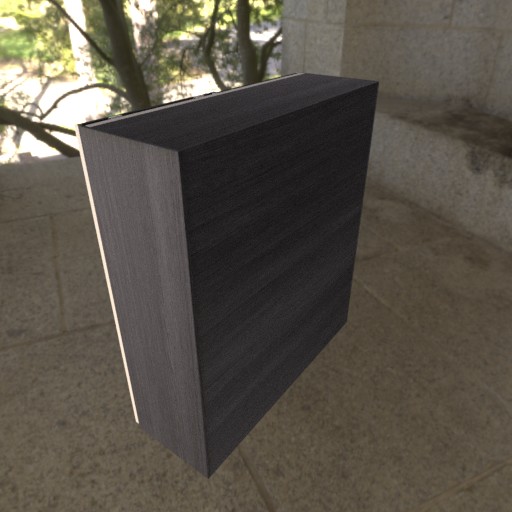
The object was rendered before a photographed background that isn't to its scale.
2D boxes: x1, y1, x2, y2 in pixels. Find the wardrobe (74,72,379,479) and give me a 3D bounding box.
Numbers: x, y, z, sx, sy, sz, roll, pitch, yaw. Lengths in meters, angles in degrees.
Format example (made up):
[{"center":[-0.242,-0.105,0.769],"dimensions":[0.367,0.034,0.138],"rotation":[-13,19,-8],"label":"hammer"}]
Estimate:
[{"center":[0.000,0.000,2.857],"dimensions":[0.629,1.960,1.780],"rotation":[21,37,31],"label":"wardrobe"}]
